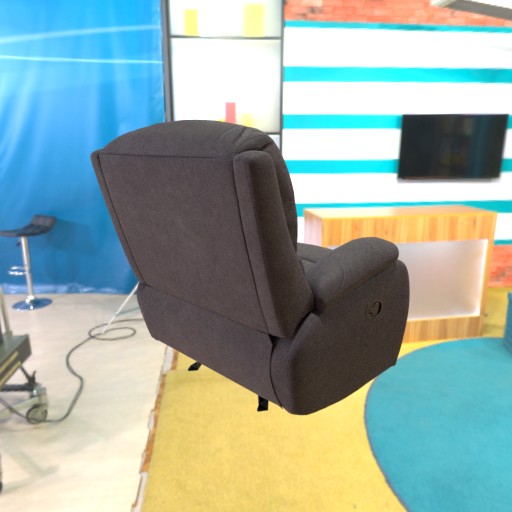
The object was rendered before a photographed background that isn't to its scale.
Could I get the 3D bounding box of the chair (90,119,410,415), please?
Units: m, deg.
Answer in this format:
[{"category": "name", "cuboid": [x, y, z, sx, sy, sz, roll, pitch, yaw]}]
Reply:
[{"category": "chair", "cuboid": [0.000, 0.000, 1.753, 0.899, 1.011, 0.930, -14, 20, -43]}]
